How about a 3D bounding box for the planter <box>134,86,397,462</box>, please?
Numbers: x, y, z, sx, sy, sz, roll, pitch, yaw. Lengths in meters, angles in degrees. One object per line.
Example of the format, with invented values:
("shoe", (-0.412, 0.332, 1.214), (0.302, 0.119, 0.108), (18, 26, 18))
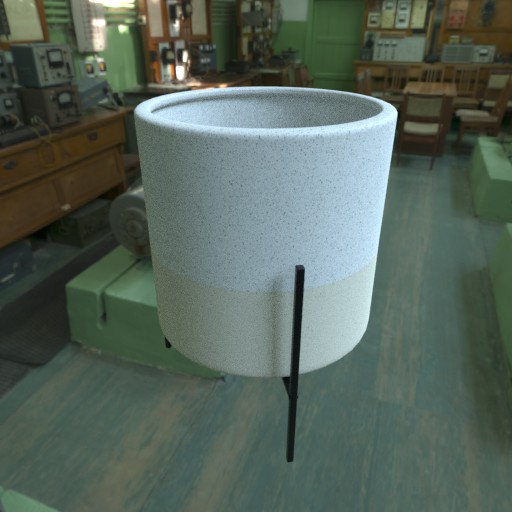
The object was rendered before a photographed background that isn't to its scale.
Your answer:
("planter", (0.000, 0.000, 0.638), (0.335, 0.423, 0.313), (9, 30, 16))
